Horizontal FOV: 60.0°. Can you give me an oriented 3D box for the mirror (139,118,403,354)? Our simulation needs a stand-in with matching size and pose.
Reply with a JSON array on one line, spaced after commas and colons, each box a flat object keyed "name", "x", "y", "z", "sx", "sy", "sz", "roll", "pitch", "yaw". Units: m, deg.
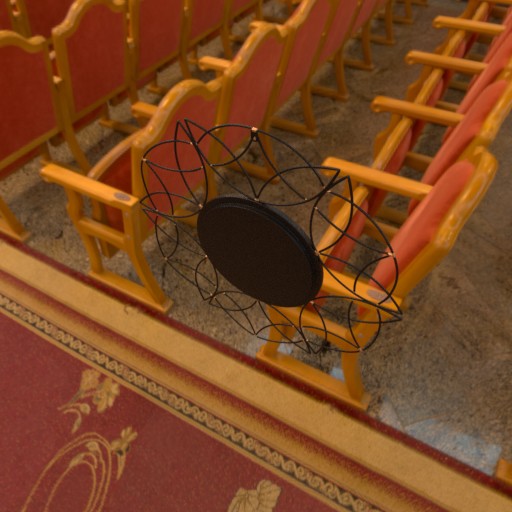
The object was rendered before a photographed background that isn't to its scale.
[{"name": "mirror", "x": 0.000, "y": 0.000, "z": 1.176, "sx": 0.797, "sy": 0.775, "sz": 0.028, "roll": 23, "pitch": 52, "yaw": 20}]
